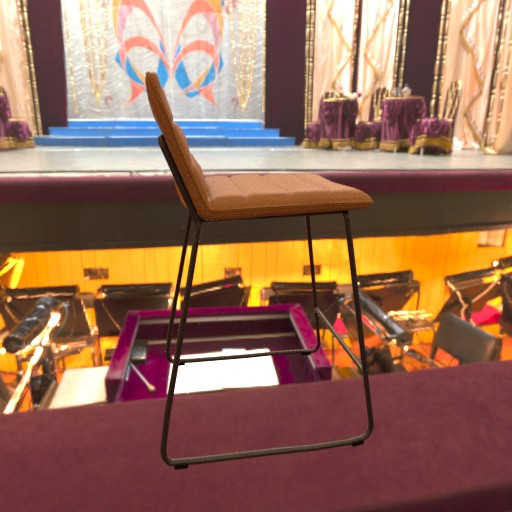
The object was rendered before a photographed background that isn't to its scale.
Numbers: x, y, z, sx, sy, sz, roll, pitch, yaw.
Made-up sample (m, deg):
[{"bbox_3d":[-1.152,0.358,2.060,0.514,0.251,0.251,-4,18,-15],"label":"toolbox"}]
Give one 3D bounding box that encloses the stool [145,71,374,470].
[{"bbox_3d":[0.000,0.000,1.167,0.524,0.866,0.489,-3,17,-9],"label":"stool"}]
